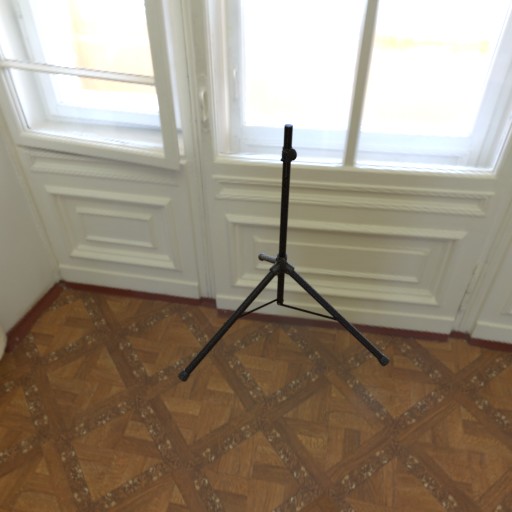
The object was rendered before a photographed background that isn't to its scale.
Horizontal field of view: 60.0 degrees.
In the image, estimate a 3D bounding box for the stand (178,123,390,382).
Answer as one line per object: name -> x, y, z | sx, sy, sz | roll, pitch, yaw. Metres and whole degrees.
stand -> 0.000, 0.000, 1.969 | 0.907, 1.136, 1.045 | -24, 46, -26
